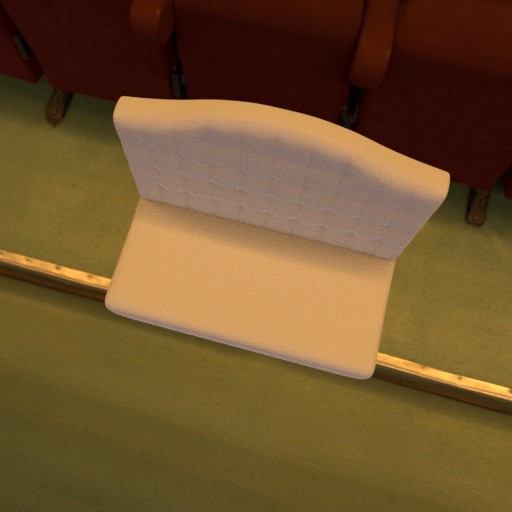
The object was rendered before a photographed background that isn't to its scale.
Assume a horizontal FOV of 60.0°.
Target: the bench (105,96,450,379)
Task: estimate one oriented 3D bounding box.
[{"bbox_3d":[0.000,0.000,2.048,1.335,1.180,0.815,14,76,4],"label":"bench"}]
